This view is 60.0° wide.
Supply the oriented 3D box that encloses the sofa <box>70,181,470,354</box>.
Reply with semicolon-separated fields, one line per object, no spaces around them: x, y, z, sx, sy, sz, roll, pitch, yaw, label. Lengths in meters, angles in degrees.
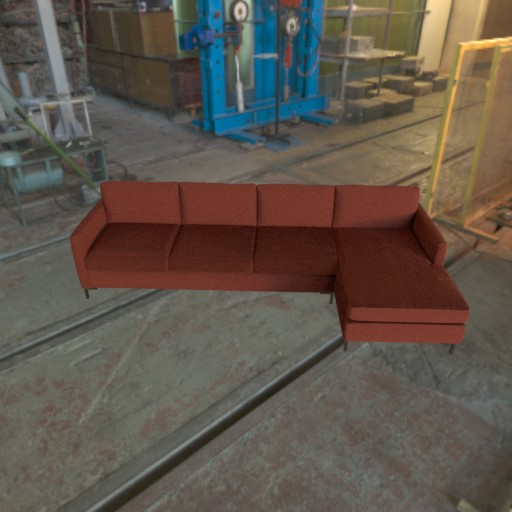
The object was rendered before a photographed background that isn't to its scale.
0.000;0.000;3.544;2.932;0.810;1.350;1;31;2;sofa
